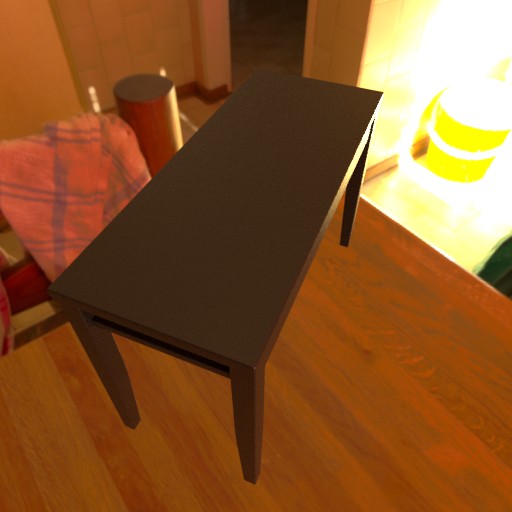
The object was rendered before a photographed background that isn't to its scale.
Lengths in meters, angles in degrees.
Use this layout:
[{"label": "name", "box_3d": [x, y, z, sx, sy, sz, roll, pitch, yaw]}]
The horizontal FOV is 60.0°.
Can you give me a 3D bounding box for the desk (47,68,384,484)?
[{"label": "desk", "box_3d": [0.000, 0.000, 1.591, 0.508, 0.775, 1.220, 17, 49, 15]}]
